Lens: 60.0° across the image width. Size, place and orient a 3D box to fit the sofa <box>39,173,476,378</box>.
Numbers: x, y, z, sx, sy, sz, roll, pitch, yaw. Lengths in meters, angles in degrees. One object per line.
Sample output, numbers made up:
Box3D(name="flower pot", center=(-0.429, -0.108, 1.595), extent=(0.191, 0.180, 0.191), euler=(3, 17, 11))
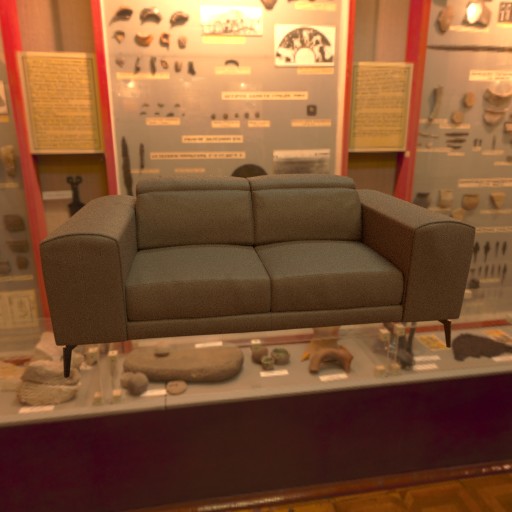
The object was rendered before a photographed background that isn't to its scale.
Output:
Box3D(name="sofa", center=(0.000, 0.000, 2.387), extent=(1.895, 0.779, 1.003), euler=(-2, 17, -8))
